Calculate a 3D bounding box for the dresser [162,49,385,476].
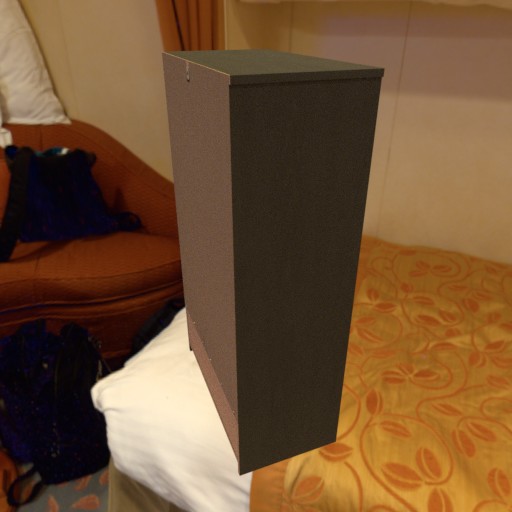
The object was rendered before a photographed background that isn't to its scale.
[{"bbox_3d":[0.000,0.000,1.535,0.399,1.255,0.704,-11,30,-19],"label":"dresser"}]
